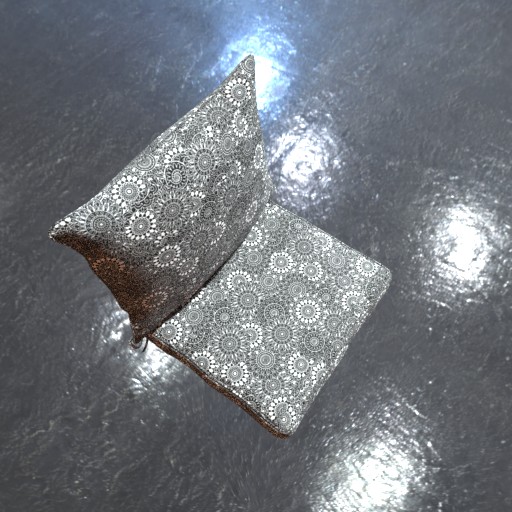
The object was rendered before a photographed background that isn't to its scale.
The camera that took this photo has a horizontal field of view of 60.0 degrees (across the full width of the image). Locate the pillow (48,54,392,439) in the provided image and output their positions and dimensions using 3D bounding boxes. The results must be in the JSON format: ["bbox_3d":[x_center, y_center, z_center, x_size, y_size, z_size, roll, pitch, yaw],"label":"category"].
[{"bbox_3d":[0.000,0.000,1.349,0.740,0.722,0.798,32,65,17],"label":"pillow"}]
